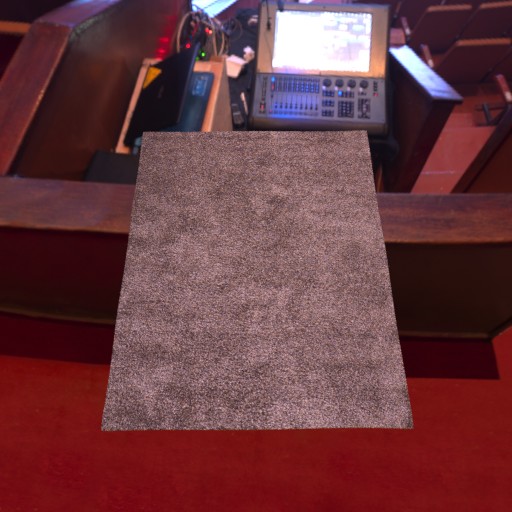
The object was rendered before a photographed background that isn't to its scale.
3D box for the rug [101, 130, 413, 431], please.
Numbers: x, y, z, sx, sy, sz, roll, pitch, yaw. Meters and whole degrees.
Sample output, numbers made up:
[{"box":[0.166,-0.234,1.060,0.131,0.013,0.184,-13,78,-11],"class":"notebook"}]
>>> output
[{"box":[0.000,0.000,4.086,2.401,0.025,3.000,0,63,0],"class":"rug"}]
